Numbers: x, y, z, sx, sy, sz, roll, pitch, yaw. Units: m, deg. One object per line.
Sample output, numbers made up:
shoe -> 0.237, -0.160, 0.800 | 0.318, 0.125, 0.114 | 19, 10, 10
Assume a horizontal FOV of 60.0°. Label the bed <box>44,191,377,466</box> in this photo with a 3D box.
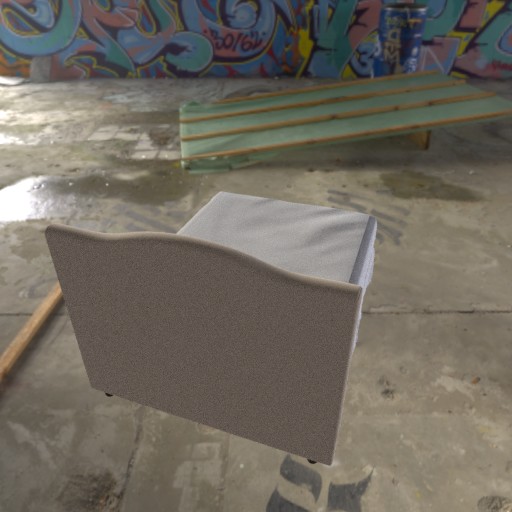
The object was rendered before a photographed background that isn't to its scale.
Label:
bed -> 0.000, 0.000, 3.375 | 1.753, 1.460, 2.143 | 11, 35, 17
